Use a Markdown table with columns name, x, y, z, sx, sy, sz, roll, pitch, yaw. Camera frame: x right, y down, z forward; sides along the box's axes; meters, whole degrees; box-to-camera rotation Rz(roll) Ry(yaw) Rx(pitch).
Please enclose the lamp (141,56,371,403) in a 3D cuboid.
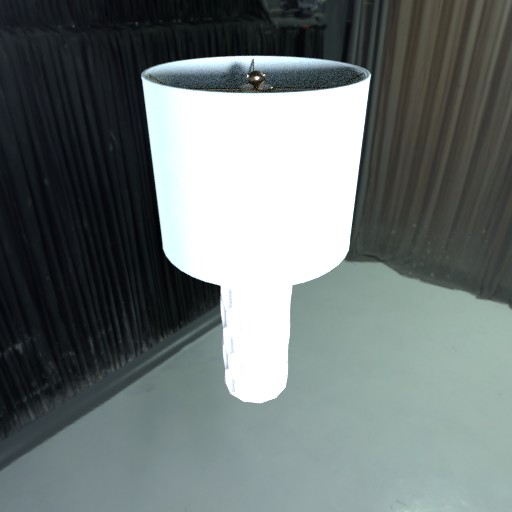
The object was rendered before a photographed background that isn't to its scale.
| name | x | y | z | sx | sy | sz | roll | pitch | yaw |
| --- | --- | --- | --- | --- | --- | --- | --- | --- | --- |
| lamp | 0.000 | 0.000 | 0.685 | 0.277 | 0.534 | 0.277 | 21 | 37 | 31 |
